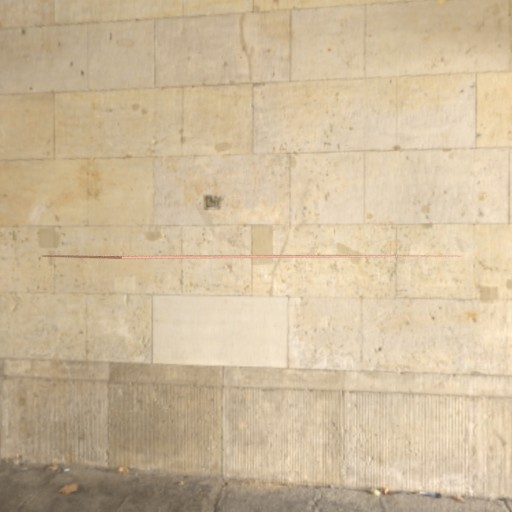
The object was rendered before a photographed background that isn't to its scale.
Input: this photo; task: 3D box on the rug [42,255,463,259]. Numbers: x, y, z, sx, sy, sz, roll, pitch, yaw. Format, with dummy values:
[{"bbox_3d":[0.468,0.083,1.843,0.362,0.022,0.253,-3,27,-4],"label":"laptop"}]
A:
[{"bbox_3d":[0.000,0.000,2.308,1.829,0.008,1.219,0,0,-36],"label":"rug"}]
